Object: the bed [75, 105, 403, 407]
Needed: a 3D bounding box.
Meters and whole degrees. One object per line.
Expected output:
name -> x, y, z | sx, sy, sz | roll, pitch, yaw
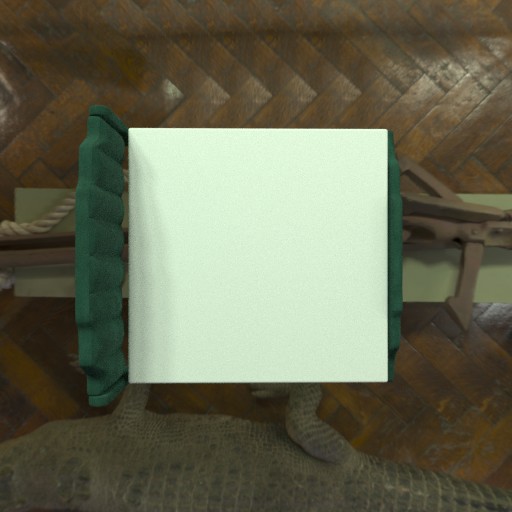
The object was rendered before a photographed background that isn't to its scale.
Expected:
bed -> 0.000, 0.000, 3.462 | 2.340, 1.245, 2.074 | 0, 90, -1
